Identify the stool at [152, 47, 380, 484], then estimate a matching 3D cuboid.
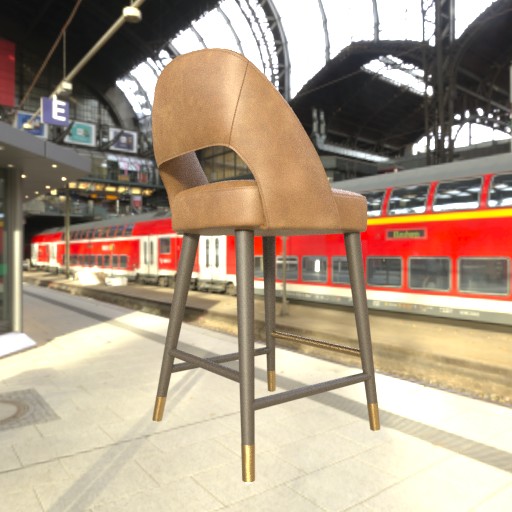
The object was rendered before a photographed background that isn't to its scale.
[{"bbox_3d":[0.000,0.000,1.209,0.509,0.940,0.494,0,1,-39],"label":"stool"}]
